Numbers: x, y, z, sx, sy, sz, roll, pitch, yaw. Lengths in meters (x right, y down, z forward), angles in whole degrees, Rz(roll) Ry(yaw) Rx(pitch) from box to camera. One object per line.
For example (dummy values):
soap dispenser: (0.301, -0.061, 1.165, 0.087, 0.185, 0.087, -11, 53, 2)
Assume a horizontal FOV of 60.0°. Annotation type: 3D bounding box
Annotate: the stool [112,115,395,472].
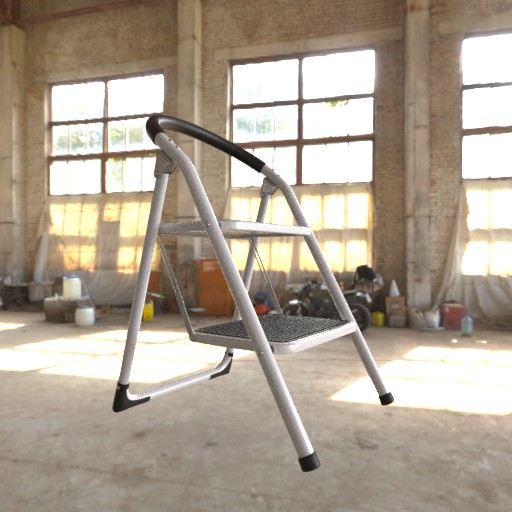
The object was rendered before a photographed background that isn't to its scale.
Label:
stool: (0.000, 0.000, 1.101, 0.559, 0.760, 0.453, 0, 0, 35)
